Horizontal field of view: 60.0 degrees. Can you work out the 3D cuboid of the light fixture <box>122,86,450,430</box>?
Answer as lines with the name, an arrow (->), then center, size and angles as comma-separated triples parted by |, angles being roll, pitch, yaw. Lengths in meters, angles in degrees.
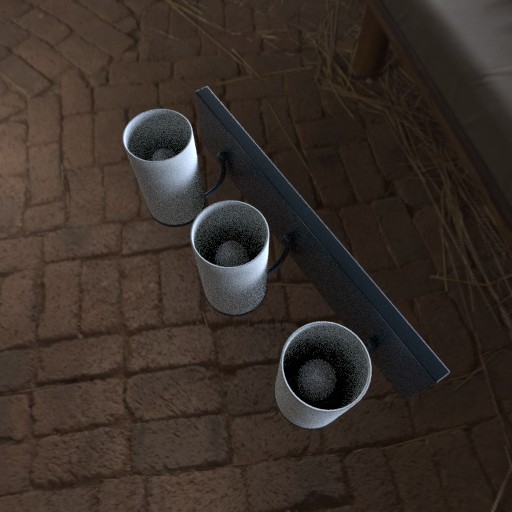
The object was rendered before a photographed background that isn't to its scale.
light fixture -> 0.000, 0.000, 0.531 | 0.145, 0.172, 0.451 | -31, 67, -14
